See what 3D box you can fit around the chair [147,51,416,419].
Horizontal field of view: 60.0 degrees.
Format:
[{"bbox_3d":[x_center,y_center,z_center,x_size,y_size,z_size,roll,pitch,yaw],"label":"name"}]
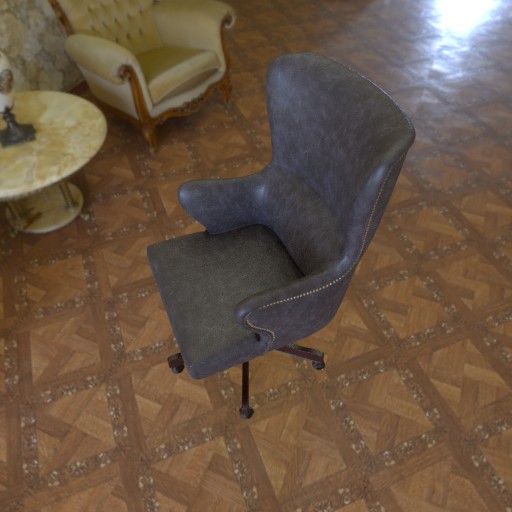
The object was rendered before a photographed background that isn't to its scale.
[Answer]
[{"bbox_3d":[0.000,0.000,1.441,0.717,1.037,0.594,-17,49,-16],"label":"chair"}]
